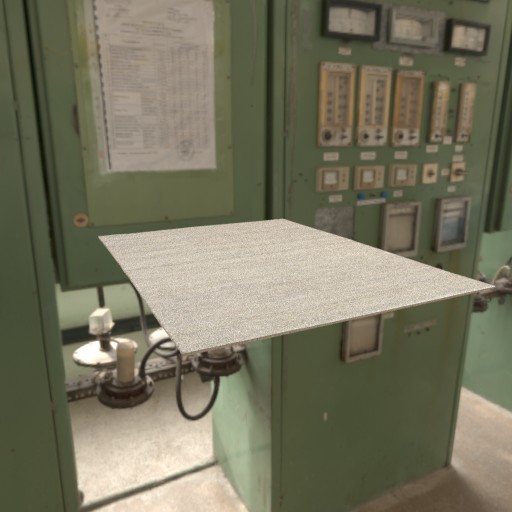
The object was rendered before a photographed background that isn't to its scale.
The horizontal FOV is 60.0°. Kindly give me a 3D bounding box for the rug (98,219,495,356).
[{"bbox_3d":[0.000,0.000,4.731,2.757,0.051,3.626,-7,17,-25],"label":"rug"}]
